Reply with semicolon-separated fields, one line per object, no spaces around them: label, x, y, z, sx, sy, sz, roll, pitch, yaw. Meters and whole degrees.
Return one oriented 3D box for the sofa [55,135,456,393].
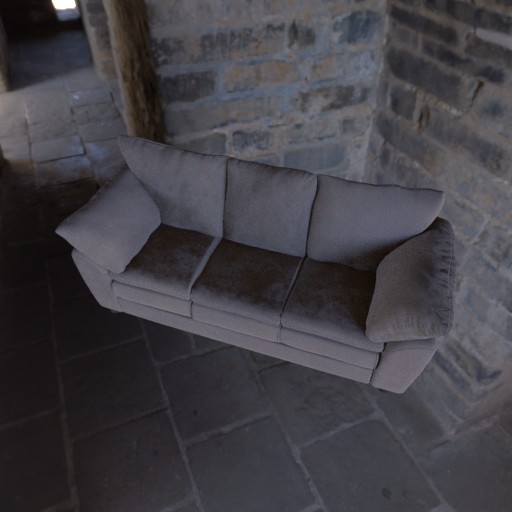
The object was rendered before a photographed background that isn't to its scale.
sofa;0.000;0.000;2.866;2.336;1.073;0.878;13;43;15
